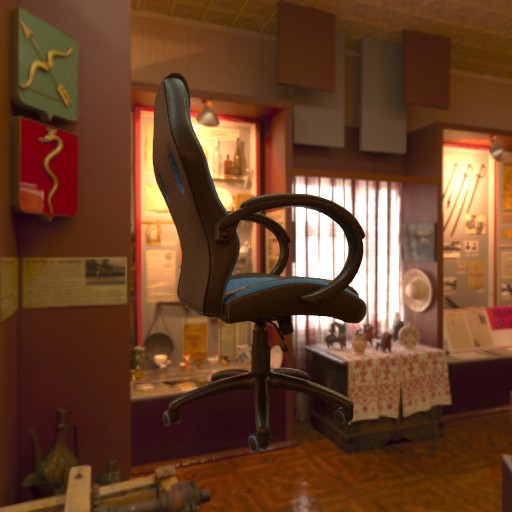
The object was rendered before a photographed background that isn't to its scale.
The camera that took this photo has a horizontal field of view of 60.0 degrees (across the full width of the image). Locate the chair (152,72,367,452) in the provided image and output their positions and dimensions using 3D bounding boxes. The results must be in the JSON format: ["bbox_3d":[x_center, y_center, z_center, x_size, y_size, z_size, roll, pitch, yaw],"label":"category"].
[{"bbox_3d":[0.000,0.000,1.645,0.724,1.187,0.673,0,0,-19],"label":"chair"}]
